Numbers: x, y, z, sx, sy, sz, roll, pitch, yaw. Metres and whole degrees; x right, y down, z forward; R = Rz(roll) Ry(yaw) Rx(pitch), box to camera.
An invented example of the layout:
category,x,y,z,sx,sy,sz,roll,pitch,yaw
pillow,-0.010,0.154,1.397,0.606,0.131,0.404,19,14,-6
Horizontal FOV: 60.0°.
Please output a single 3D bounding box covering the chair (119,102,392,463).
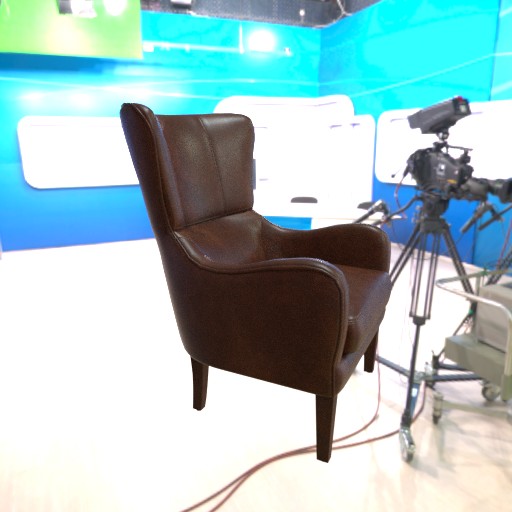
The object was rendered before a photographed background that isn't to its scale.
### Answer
category,x,y,z,sx,sy,sz,roll,pitch,yaw
chair,0.000,0.000,1.629,0.914,1.048,0.692,7,16,26
